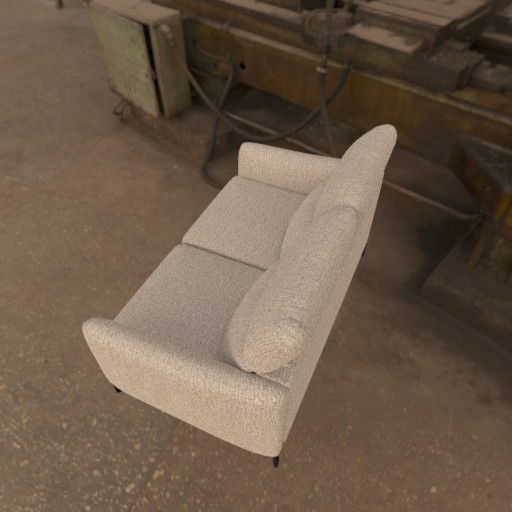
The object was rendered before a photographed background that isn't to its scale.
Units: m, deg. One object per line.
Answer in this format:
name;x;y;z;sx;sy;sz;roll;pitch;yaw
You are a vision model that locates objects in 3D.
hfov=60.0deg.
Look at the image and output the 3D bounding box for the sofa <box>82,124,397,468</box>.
sofa;0.000;0.000;2.142;0.905;0.950;1.540;18;49;17
